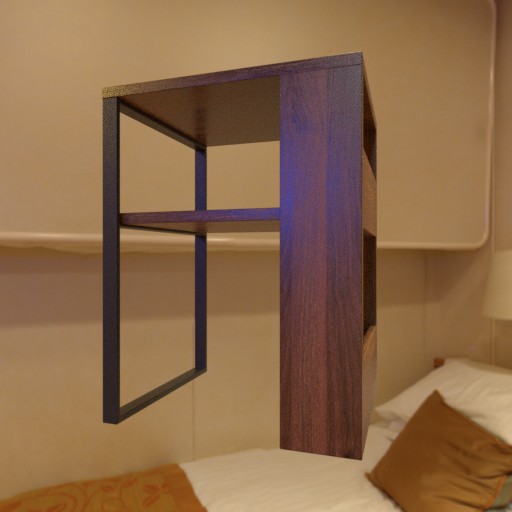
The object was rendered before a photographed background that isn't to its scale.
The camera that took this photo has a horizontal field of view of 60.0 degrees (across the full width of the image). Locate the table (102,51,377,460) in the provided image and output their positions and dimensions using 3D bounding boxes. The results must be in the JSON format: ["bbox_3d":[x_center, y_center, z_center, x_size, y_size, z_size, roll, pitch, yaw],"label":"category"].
[{"bbox_3d":[0.000,0.000,1.561,0.786,1.041,0.660,0,0,18],"label":"table"}]
